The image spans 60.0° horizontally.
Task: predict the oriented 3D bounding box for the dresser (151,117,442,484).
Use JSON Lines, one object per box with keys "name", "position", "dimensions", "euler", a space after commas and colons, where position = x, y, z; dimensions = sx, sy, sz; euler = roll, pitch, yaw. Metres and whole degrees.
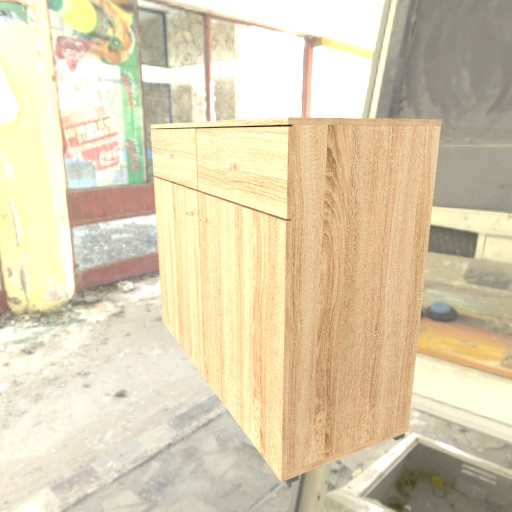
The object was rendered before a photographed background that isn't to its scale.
{"name": "dresser", "position": [0.000, 0.000, 1.563], "dimensions": [0.450, 0.900, 1.100], "euler": [-8, 17, -26]}
